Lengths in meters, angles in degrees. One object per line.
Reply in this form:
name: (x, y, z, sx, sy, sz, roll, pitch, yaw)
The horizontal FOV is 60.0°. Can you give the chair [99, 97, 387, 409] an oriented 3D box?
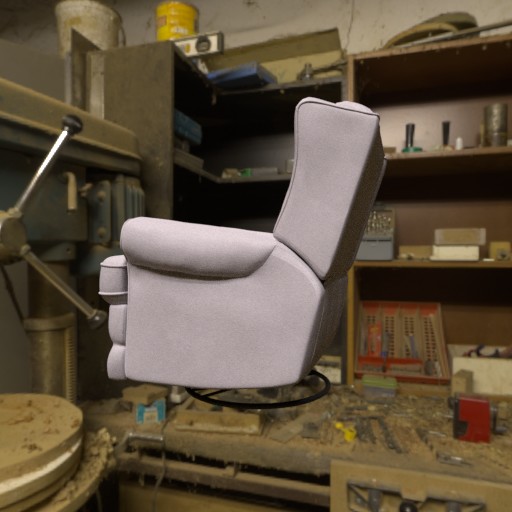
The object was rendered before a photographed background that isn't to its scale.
chair: (0.000, 0.000, 1.745, 0.969, 1.011, 0.847, 0, 1, 18)
